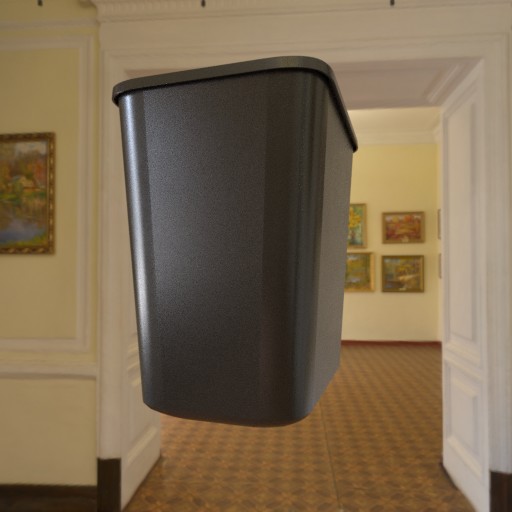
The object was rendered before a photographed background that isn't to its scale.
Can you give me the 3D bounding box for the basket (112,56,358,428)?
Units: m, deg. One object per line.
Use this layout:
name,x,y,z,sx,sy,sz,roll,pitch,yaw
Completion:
basket,0.000,0.000,0.507,0.211,0.307,0.300,0,-1,18
